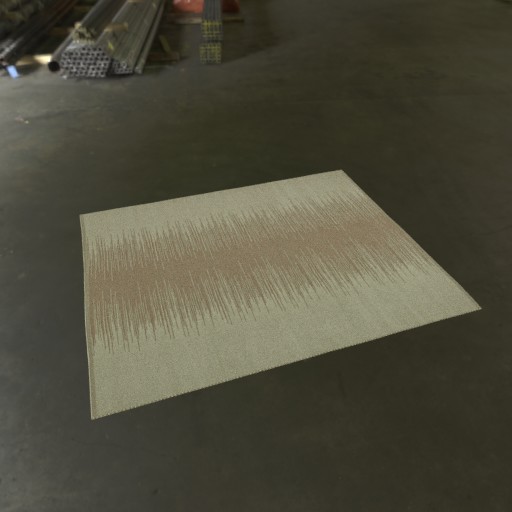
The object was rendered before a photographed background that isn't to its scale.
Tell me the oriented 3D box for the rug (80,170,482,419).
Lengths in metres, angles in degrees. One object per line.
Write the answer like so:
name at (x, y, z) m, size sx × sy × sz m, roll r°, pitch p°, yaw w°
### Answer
rug at (0.000, 0.000, 4.091) m, size 3.048 × 0.013 × 2.438 m, roll -12°, pitch 41°, yaw -14°
